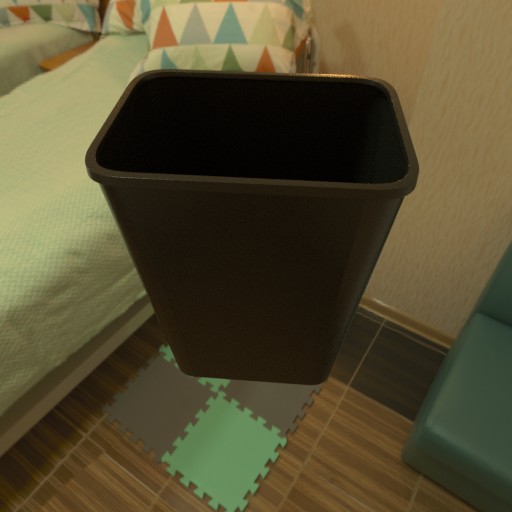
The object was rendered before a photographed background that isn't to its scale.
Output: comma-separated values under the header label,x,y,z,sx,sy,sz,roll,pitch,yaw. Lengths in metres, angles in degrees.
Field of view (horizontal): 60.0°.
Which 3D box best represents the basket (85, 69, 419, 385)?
label,x,y,z,sx,sy,sz,roll,pitch,yaw
basket,0.000,0.000,0.770,0.394,0.521,0.287,3,46,3
